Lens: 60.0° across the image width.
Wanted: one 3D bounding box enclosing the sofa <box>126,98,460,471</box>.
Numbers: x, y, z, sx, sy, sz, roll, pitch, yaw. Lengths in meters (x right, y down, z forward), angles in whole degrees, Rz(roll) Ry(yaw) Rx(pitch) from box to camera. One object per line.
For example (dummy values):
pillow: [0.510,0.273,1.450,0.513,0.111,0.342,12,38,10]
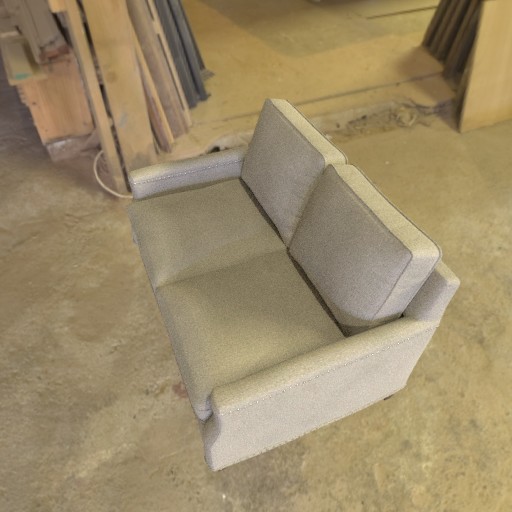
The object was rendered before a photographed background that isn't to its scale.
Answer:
sofa: [0.000,0.000,2.264,1.084,1.003,1.597,-16,47,-16]
